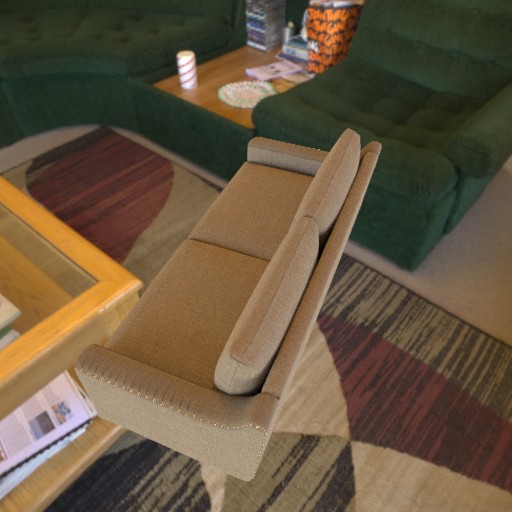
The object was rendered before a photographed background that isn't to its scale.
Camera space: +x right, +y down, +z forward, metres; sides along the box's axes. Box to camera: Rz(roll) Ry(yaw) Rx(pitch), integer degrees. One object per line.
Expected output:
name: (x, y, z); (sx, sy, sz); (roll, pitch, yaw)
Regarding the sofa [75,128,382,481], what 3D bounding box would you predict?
sofa: (0.000, 0.000, 2.708); (1.000, 0.857, 2.208); (17, 48, 16)
